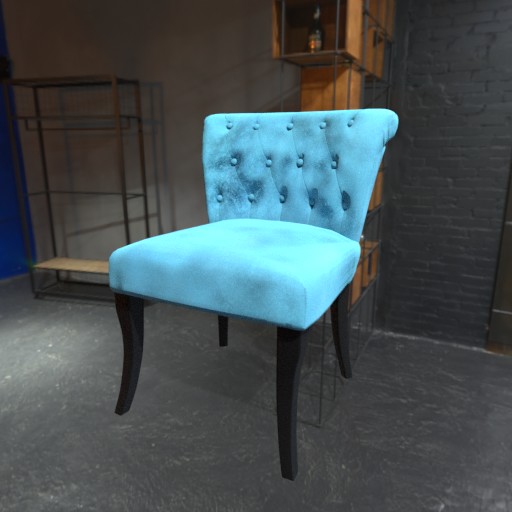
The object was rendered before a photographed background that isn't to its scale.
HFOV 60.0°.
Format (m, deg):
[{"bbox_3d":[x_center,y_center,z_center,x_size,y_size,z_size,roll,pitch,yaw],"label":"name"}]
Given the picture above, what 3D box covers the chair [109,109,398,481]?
[{"bbox_3d":[0.000,0.000,1.169,0.582,0.750,0.605,8,16,27],"label":"chair"}]
